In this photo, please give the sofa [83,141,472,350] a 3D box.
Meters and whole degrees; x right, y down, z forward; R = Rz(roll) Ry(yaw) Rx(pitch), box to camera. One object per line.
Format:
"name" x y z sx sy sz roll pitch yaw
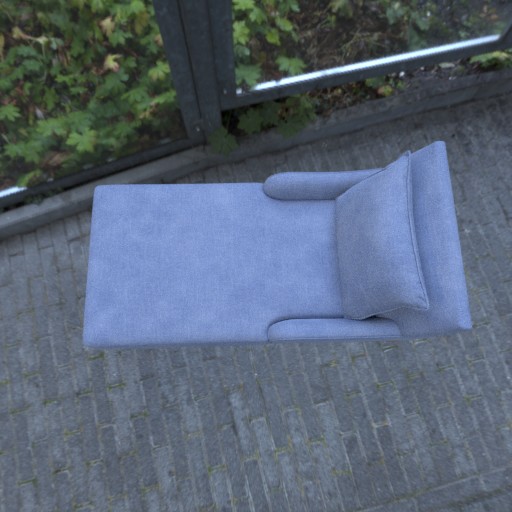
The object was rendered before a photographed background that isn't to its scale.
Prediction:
"sofa" 0.000 0.000 2.303 1.779 0.883 0.904 -1 75 0
